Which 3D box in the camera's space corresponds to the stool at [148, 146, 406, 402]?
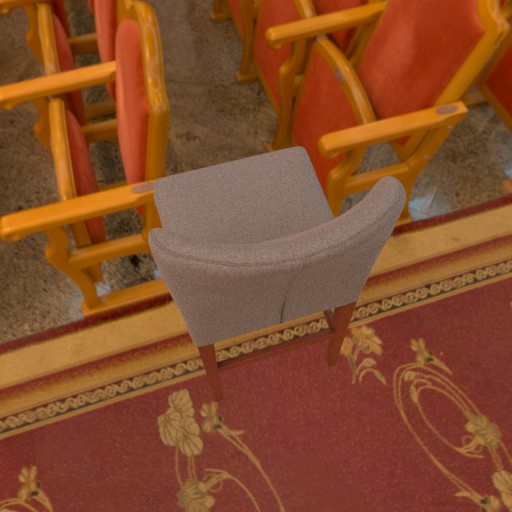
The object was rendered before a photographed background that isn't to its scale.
[{"bbox_3d":[0.000,0.000,1.251,0.481,0.968,0.568,-15,62,-8],"label":"stool"}]
